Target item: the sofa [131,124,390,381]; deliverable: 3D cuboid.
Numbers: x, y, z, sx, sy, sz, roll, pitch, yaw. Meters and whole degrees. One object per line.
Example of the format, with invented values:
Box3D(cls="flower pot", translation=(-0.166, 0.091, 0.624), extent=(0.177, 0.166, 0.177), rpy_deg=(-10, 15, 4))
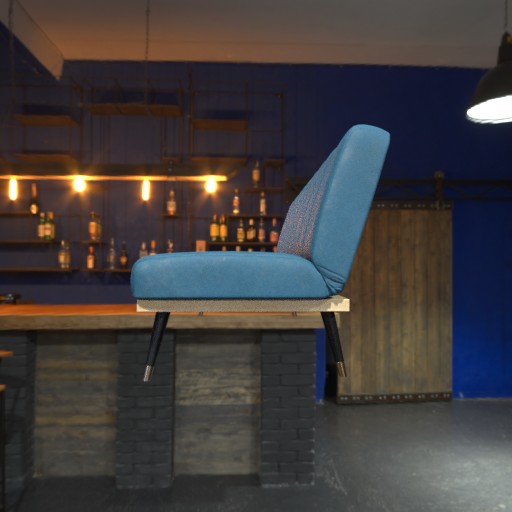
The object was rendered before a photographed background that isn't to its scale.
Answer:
Box3D(cls="sofa", translation=(0.000, 0.000, 2.285), extent=(0.830, 0.825, 1.810), rpy_deg=(0, 0, -1))
